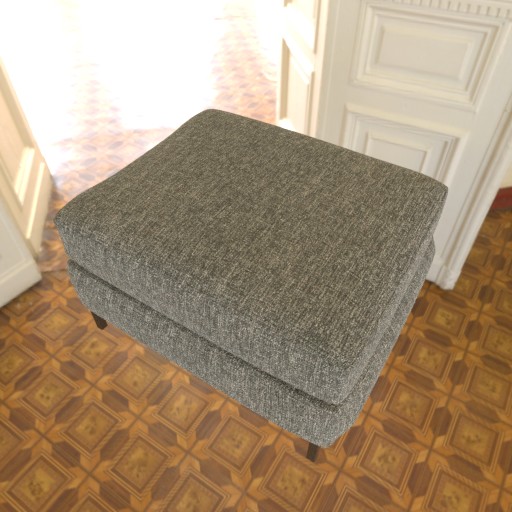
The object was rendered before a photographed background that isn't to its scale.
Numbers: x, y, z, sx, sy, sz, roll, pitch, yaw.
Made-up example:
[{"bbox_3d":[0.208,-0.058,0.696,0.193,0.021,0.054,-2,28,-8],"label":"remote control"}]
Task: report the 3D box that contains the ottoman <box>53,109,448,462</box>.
[{"bbox_3d":[0.000,0.000,1.202,0.828,0.480,0.683,25,51,22],"label":"ottoman"}]
